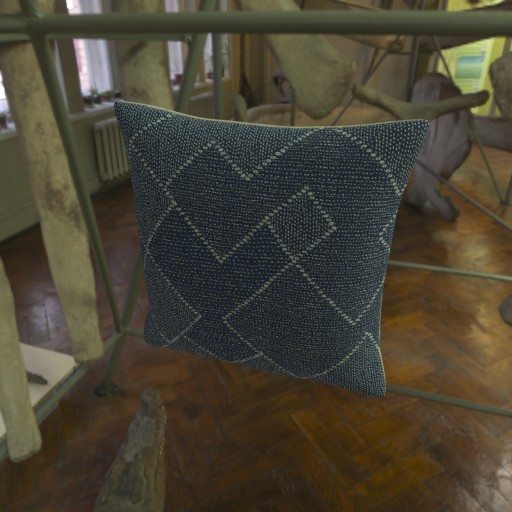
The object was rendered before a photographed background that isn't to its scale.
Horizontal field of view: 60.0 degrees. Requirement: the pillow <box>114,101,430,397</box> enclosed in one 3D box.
[{"bbox_3d":[0.000,0.000,0.672,0.435,0.428,0.148,9,29,17],"label":"pillow"}]
